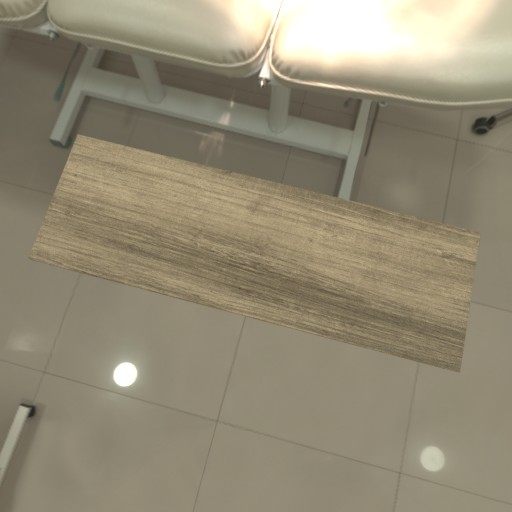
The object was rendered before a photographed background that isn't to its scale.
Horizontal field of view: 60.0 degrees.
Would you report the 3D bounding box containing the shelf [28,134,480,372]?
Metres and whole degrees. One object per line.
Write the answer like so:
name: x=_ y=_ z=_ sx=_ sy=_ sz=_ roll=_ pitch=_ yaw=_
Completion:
shelf: x=0.000 y=0.000 z=0.688 sx=0.610 sy=0.125 sz=0.200 roll=14 pitch=76 yaw=4
